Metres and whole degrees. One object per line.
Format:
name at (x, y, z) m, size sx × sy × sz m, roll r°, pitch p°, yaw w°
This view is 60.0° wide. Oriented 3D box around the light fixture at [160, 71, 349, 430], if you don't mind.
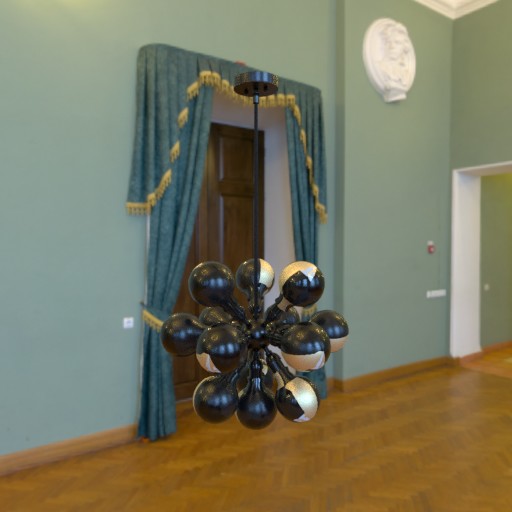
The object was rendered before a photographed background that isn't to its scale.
light fixture at (0.000, 0.000, 1.093) m, size 0.420 × 0.859 × 0.468 m, roll -1°, pitch 2°, yaw -36°
